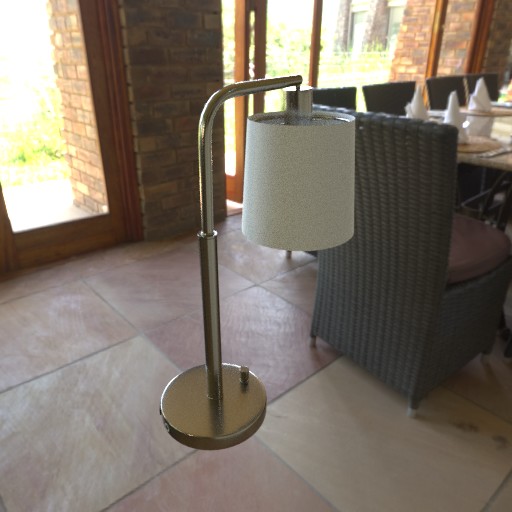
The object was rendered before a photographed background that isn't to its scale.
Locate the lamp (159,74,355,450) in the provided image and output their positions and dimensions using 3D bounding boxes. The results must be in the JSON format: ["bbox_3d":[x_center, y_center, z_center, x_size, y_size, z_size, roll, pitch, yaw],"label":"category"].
[{"bbox_3d":[0.000,0.000,0.649,0.333,0.489,0.171,-18,30,-34],"label":"lamp"}]
